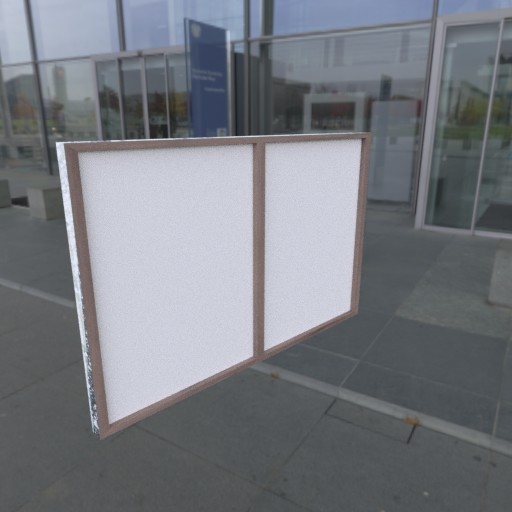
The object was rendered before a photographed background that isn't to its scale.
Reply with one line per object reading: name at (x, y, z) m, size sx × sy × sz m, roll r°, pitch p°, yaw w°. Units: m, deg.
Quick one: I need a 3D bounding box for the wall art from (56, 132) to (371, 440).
wall art at (0.000, 0.000, 1.145) m, size 0.919 × 0.598 × 0.038 m, roll -15°, pitch 23°, yaw -41°
